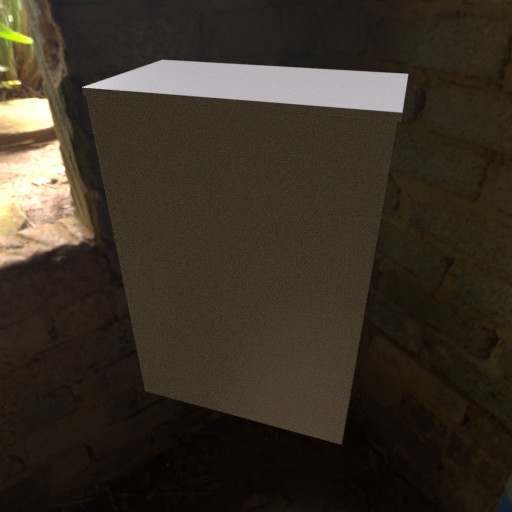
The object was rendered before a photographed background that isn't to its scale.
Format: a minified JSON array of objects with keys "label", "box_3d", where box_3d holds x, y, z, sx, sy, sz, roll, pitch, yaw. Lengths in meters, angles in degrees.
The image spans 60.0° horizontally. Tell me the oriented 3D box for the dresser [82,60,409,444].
[{"label":"dresser","box_3d":[0.000,0.000,1.355,0.704,1.021,0.401,10,34,15]}]
